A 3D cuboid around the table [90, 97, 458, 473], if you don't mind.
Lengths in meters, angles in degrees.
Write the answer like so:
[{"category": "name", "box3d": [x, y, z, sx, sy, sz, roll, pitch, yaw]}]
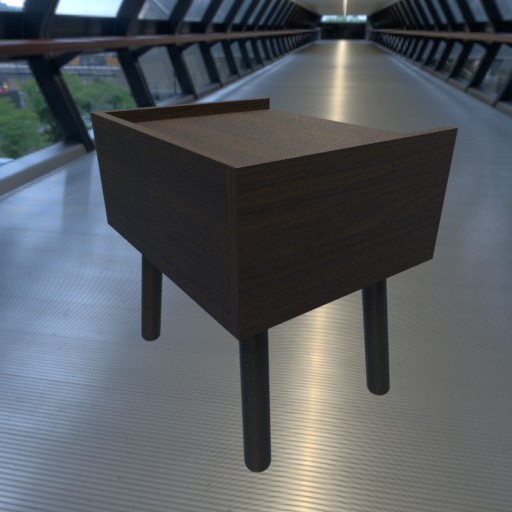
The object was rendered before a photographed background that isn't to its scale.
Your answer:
[{"category": "table", "box3d": [0.000, 0.000, 0.787, 0.370, 0.470, 0.450, -17, 31, -32]}]
